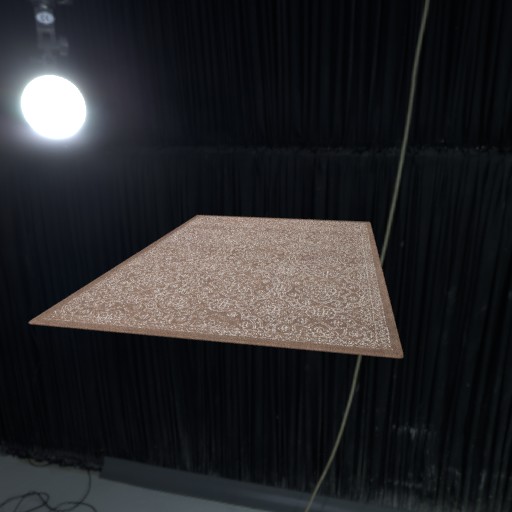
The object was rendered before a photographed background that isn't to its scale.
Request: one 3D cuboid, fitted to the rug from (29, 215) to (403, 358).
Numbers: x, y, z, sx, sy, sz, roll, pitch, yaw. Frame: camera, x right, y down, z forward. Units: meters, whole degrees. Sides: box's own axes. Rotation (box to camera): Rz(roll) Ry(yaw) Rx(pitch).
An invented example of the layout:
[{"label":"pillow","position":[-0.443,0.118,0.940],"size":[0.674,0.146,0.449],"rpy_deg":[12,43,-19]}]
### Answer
[{"label":"rug","position":[0.000,0.000,2.805],"size":[1.524,0.011,2.286],"rpy_deg":[3,17,10]}]
